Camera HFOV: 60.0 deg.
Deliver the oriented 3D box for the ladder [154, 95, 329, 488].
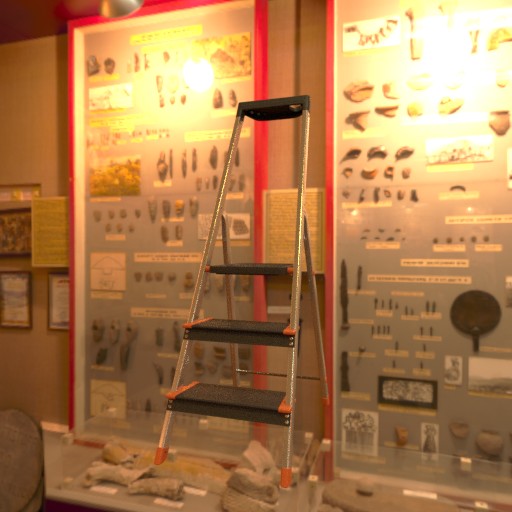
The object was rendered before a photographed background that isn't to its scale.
[{"bbox_3d":[0.000,0.000,1.564,0.416,1.229,0.686,0,1,19],"label":"ladder"}]
